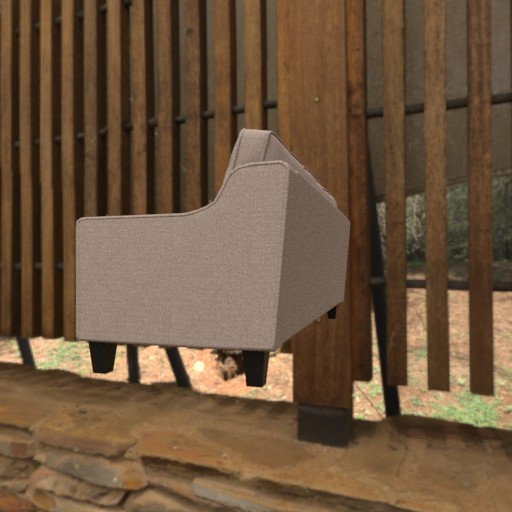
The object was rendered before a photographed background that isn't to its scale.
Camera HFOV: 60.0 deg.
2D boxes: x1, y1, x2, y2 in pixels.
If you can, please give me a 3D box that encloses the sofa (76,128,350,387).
[{"bbox_3d":[0.000,0.000,2.619,0.899,0.950,2.129,0,-1,17],"label":"sofa"}]
